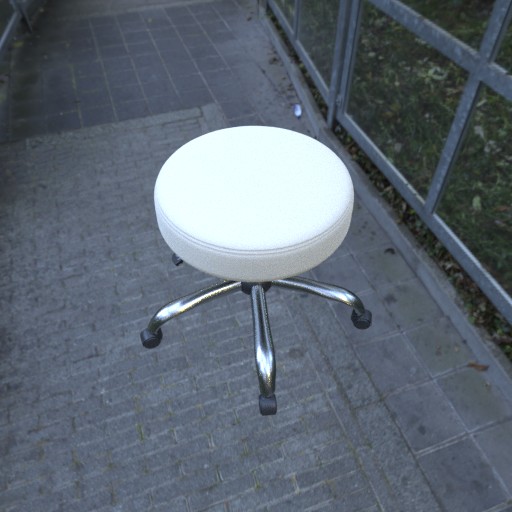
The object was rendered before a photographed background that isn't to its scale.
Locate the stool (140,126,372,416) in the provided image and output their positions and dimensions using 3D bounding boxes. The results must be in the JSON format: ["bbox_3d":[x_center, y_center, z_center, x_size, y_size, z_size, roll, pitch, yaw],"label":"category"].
[{"bbox_3d":[0.000,0.000,1.086,0.634,0.482,0.614,-4,48,-4],"label":"stool"}]
